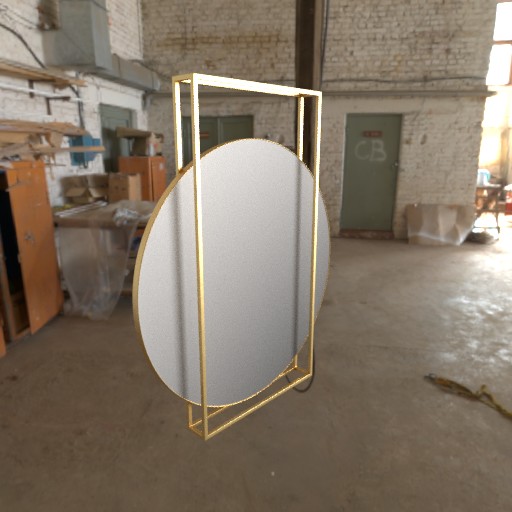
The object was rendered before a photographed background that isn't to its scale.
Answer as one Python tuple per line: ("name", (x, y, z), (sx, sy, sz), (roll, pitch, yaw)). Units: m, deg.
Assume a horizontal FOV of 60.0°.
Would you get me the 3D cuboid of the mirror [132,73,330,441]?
("mirror", (0.000, 0.000, 0.832), (0.051, 0.603, 0.508), (13, 19, 42))
